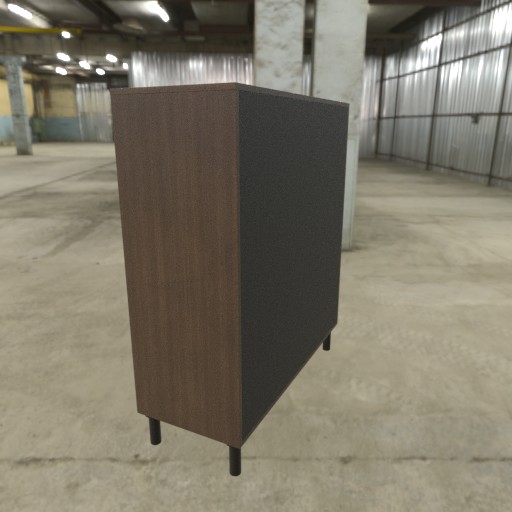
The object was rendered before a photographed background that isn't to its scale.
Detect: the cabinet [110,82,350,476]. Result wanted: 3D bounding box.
[{"bbox_3d":[0.000,0.000,1.736,0.400,1.170,1.010,8,18,26],"label":"cabinet"}]
